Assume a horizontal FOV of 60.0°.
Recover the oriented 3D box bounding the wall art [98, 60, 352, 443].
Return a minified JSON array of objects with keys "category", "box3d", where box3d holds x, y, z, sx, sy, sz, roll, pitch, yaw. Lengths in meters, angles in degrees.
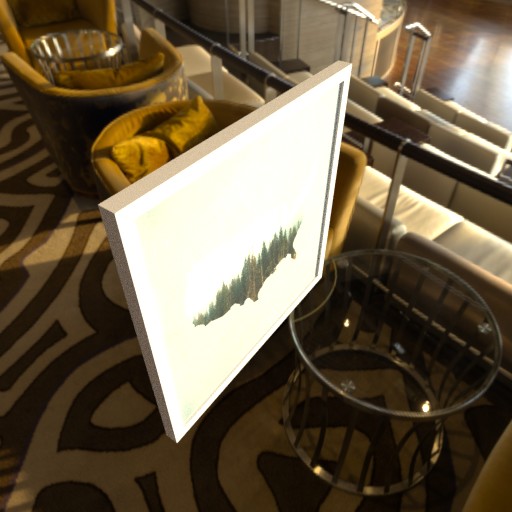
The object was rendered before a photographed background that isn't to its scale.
[{"category":"wall art","box3d":[0.000,0.000,1.149,0.038,0.762,0.762,26,49,26]}]
